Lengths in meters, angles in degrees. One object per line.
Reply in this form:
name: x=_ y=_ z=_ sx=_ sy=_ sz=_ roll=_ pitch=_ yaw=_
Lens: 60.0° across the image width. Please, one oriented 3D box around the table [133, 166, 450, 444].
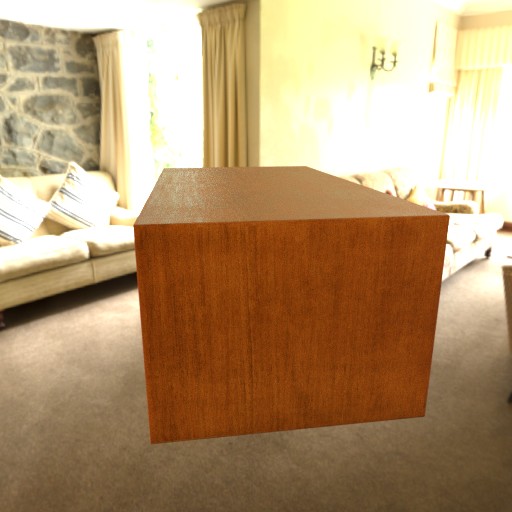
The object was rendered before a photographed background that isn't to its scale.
table: x=0.000 y=0.000 z=1.281 sx=0.549 sy=0.419 sz=1.000 roll=-2 pitch=17 yaw=-8
